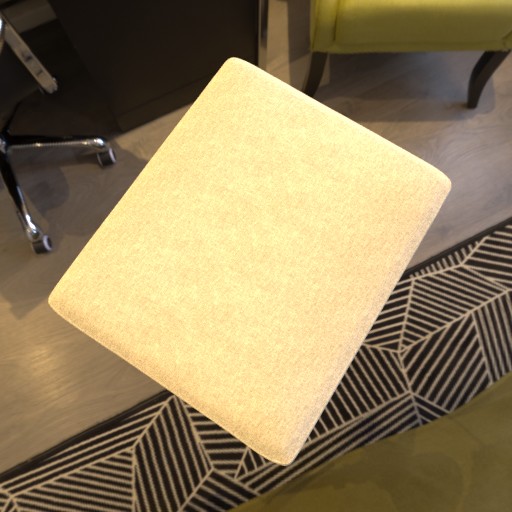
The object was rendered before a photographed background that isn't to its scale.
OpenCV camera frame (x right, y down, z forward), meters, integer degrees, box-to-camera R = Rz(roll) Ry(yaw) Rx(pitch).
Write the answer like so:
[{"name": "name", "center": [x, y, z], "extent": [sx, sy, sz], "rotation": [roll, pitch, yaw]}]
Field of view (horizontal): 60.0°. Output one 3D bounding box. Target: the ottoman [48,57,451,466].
[{"name": "ottoman", "center": [0.000, 0.000, 1.254], "extent": [0.693, 0.474, 0.821], "rotation": [32, 79, 7]}]
